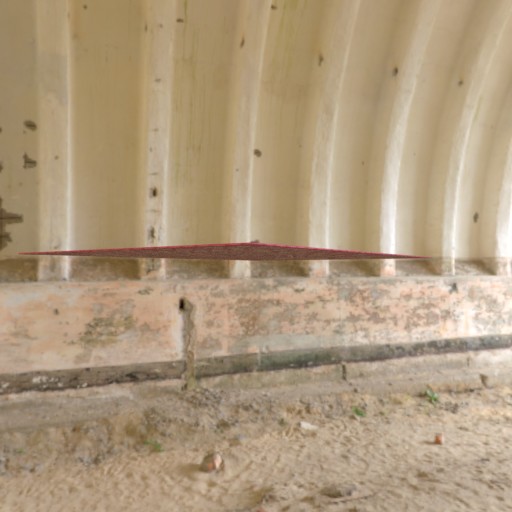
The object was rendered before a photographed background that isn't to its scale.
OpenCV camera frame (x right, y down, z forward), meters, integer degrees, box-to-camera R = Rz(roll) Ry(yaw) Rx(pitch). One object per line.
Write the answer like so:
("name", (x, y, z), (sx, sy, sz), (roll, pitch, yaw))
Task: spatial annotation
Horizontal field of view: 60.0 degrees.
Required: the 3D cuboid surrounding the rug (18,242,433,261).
("rug", (0.000, 0.000, 4.235), (2.389, 0.011, 3.306), (-1, -2, 36))
